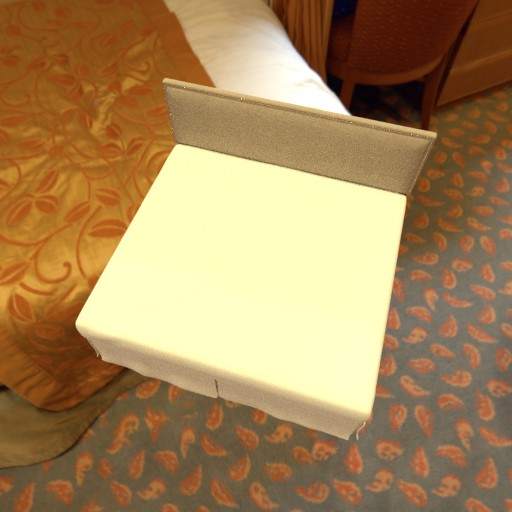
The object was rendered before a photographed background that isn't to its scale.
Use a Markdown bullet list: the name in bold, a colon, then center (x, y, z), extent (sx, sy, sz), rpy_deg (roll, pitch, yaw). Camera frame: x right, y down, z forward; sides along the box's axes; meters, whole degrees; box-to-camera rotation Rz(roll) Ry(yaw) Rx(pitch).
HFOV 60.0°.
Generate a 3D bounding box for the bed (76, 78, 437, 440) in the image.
- **bed**: center (0.000, 0.000, 3.360), extent (2.170, 1.346, 1.914), rpy_deg (15, 59, 9)
